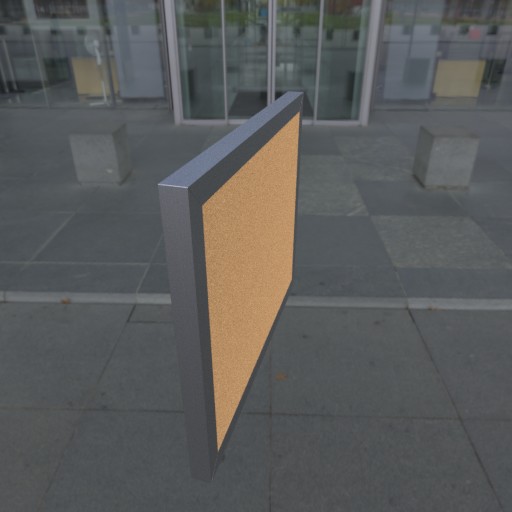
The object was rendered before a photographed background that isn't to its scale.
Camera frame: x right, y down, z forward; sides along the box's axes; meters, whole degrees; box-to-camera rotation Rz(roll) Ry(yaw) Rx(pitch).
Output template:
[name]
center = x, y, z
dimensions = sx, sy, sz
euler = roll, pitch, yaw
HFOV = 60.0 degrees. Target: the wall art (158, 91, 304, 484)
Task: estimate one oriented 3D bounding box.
[wall art]
center = 0.000, 0.000, 0.769
dimensions = 0.032, 0.456, 0.557
euler = 8, 31, 15
